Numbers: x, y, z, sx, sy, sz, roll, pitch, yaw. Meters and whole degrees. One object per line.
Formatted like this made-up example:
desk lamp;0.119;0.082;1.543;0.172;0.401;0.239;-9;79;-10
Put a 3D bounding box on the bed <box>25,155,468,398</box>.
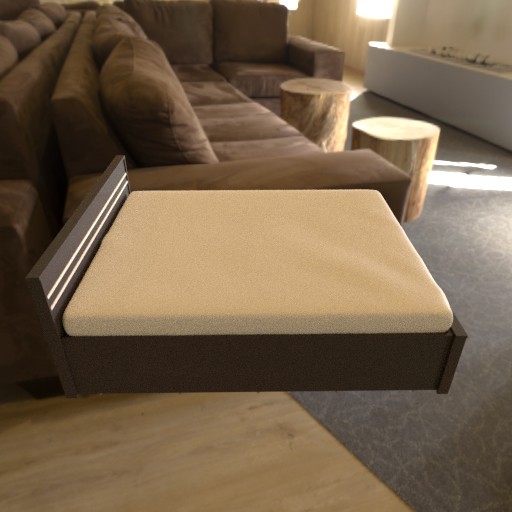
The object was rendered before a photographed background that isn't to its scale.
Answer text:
bed;0.000;0.000;2.916;2.103;0.808;1.634;0;32;-1
